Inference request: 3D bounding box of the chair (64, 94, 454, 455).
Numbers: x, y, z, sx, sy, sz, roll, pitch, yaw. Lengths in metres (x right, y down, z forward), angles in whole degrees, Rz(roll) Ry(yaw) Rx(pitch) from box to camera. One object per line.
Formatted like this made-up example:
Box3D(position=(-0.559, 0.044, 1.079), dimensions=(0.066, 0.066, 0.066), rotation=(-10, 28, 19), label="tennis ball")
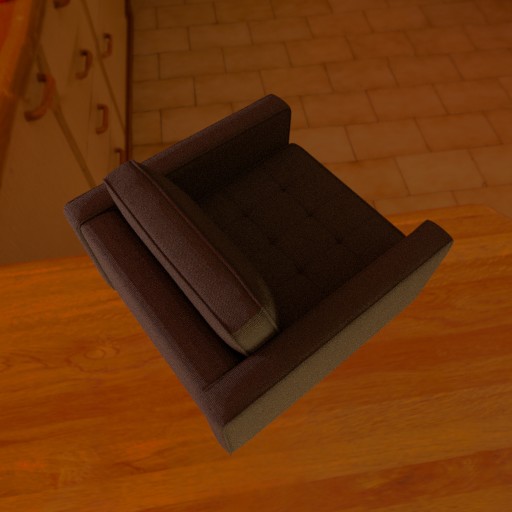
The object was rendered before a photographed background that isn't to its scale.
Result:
Box3D(position=(0.000, 0.000, 1.567), dimensions=(0.919, 0.770, 0.899), rotation=(-34, 64, -19), label="chair")
